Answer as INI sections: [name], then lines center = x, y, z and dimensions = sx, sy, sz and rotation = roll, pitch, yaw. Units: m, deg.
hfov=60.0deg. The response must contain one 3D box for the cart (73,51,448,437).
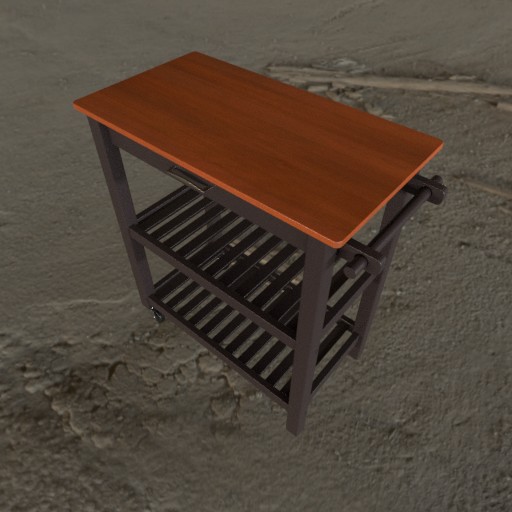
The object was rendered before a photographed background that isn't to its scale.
[cart]
center = 0.000, 0.000, 1.422
dimensions = 0.899, 0.927, 0.457
rotation = 31, 53, 27
